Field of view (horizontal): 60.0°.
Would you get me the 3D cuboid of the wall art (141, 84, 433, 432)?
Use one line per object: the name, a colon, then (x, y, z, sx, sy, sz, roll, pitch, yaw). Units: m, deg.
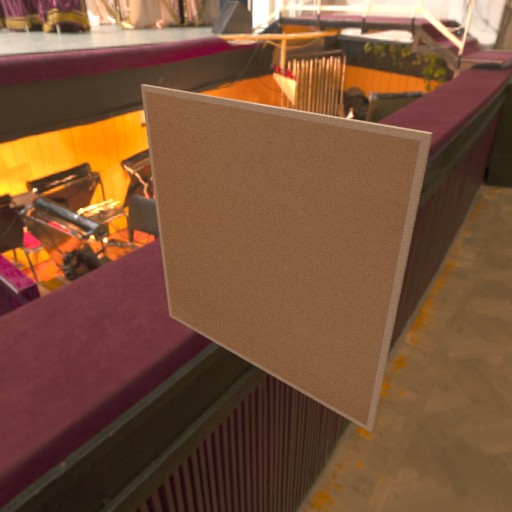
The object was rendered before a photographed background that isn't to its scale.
wall art: (0.000, 0.000, 1.221, 0.809, 0.809, 0.012, 22, 37, 33)
